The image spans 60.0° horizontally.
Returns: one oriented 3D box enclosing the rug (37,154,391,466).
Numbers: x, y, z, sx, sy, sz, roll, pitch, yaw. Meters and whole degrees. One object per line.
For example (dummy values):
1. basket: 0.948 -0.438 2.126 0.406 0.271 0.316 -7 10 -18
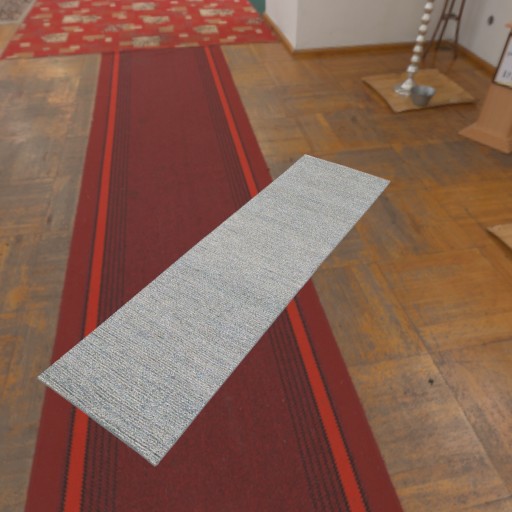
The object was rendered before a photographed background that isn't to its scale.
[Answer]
1. rug: 0.000 0.000 2.472 0.675 0.037 2.341 24 47 25
